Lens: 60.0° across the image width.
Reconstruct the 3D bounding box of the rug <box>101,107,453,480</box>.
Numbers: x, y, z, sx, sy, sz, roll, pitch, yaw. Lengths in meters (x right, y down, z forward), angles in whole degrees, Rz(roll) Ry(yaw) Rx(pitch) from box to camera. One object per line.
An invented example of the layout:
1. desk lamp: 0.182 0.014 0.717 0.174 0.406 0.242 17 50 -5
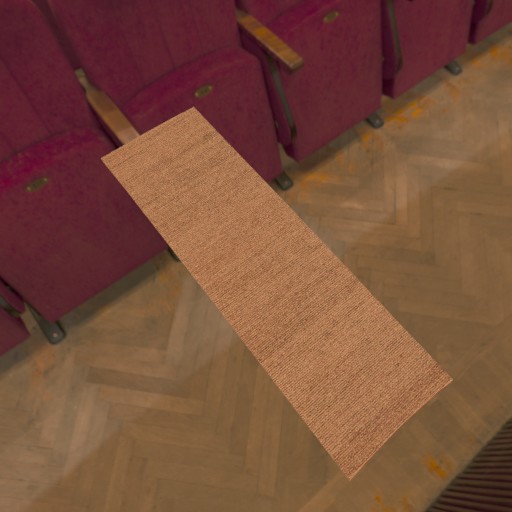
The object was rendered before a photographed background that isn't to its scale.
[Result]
1. rug: 0.000 0.000 2.592 0.741 0.014 2.390 -35 69 -16
